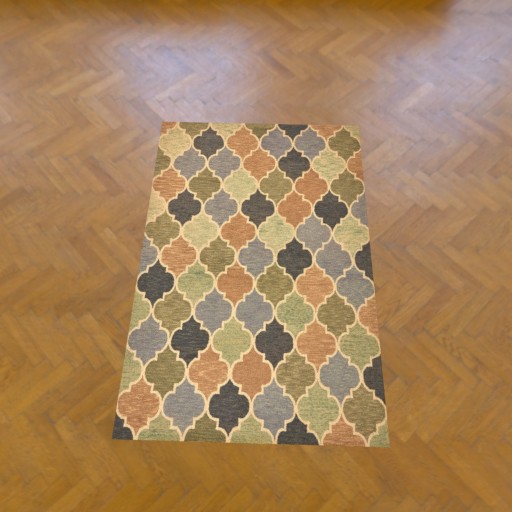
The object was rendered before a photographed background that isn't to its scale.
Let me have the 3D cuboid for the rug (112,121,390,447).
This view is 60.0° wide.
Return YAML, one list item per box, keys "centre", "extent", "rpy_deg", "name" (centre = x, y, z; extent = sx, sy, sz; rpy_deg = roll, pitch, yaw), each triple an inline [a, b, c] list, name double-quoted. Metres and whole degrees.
- centre: [0.000, 0.000, 2.343]
  extent: [1.216, 0.006, 1.828]
  rpy_deg: [1, 64, 1]
  name: "rug"
